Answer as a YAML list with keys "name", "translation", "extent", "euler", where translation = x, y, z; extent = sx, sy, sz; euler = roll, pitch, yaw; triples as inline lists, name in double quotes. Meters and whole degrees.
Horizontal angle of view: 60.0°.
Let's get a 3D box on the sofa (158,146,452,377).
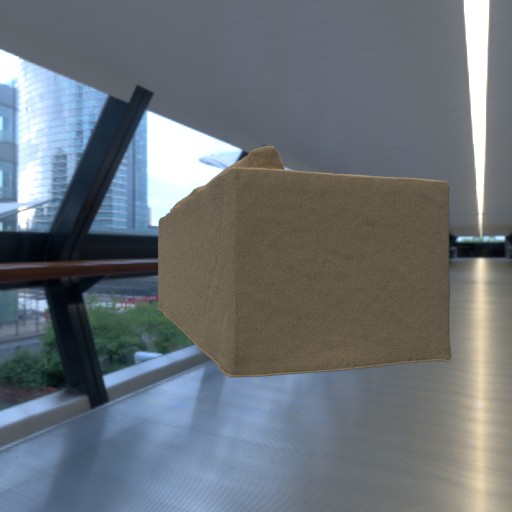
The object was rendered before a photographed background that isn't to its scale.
- name: "sofa"
  translation: [0.000, 0.000, 2.726]
  extent: [0.962, 0.853, 2.312]
  euler: [0, 0, -19]
